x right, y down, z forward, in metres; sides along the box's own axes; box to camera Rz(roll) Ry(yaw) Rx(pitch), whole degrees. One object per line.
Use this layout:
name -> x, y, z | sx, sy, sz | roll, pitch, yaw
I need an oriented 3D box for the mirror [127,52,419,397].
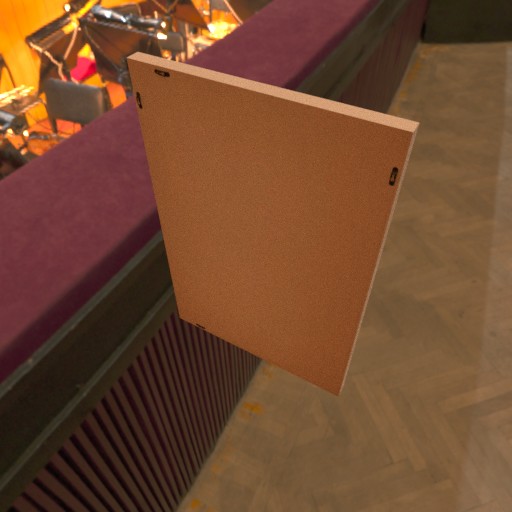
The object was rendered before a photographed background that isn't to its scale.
mirror -> 0.000, 0.000, 1.164 | 0.609, 0.915, 0.041 | 22, 50, 20
